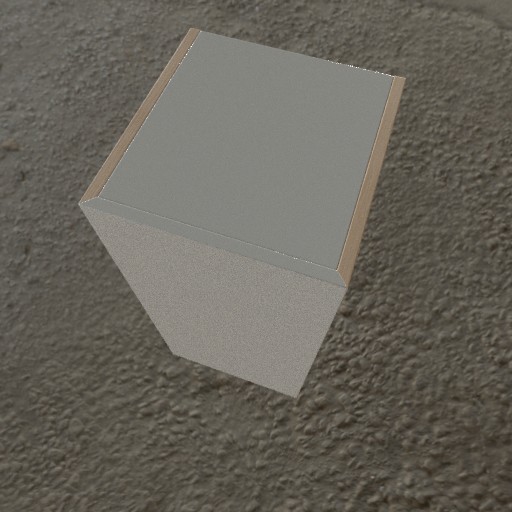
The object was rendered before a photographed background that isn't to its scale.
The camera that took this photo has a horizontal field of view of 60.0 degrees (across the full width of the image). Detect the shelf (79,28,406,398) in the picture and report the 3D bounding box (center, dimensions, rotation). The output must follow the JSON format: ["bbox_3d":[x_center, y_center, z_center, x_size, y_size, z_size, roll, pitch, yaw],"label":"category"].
[{"bbox_3d":[0.000,0.000,0.766,0.290,0.594,0.297,17,64,9],"label":"shelf"}]
